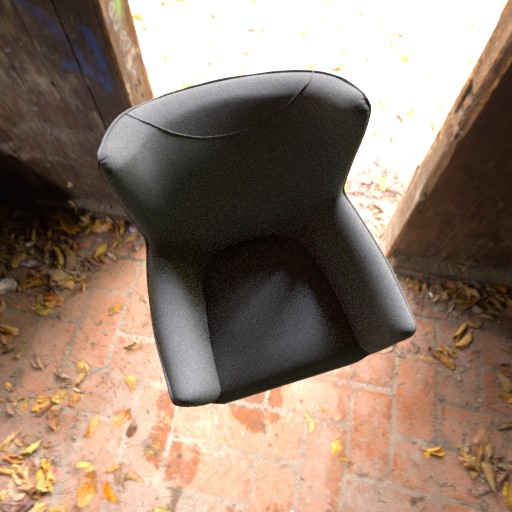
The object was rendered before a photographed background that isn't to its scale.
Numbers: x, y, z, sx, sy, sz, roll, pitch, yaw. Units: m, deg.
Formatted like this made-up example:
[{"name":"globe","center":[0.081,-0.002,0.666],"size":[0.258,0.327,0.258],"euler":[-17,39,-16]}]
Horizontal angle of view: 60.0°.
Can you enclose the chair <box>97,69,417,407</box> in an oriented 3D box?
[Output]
[{"name":"chair","center":[0.000,0.000,1.556],"size":[0.781,0.933,0.888],"euler":[-15,64,-7]}]
